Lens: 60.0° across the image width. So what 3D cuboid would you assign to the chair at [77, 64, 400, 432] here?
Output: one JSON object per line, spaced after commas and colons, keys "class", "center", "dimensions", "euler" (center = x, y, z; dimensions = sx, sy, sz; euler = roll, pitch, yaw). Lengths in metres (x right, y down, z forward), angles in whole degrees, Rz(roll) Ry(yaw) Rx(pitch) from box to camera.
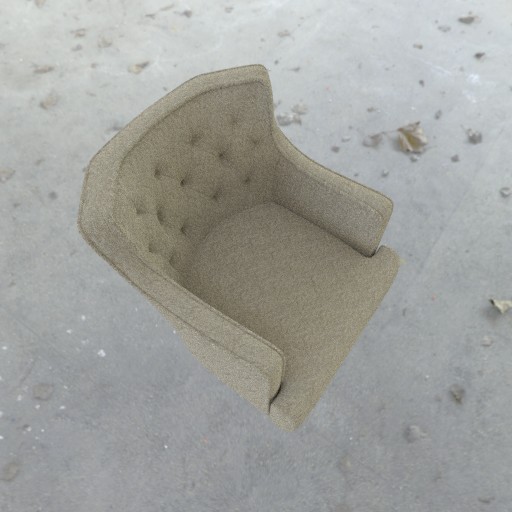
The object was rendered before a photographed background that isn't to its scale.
{"class": "chair", "center": [0.000, 0.000, 1.657], "dimensions": [0.910, 0.920, 0.820], "euler": [32, 64, 18]}
